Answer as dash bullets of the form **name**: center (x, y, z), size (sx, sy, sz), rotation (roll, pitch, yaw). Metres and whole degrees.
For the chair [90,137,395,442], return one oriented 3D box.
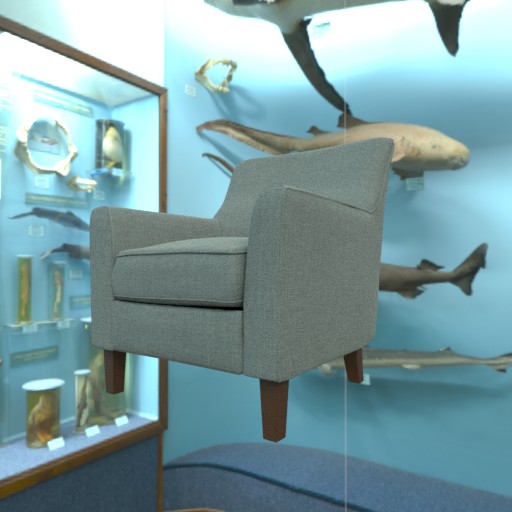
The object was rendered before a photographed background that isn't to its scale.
- **chair**: center (0.000, 0.000, 1.814), size (0.887, 1.047, 0.993), rotation (0, -1, 36)
